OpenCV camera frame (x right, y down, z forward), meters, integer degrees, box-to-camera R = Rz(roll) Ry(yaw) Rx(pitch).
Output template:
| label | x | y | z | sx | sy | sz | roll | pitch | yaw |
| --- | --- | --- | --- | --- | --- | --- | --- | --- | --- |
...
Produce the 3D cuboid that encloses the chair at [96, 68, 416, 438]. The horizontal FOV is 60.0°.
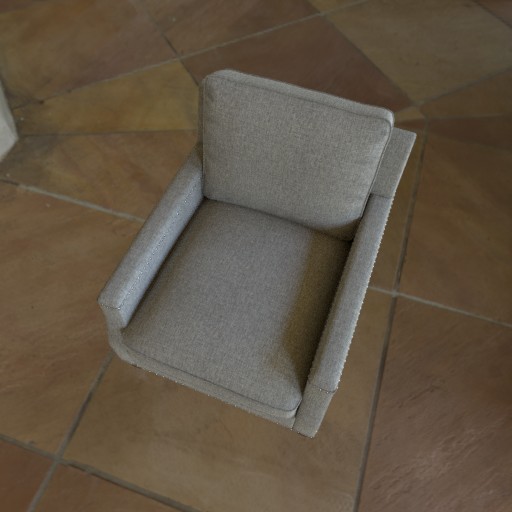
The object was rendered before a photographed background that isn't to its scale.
| label | x | y | z | sx | sy | sz | roll | pitch | yaw |
| --- | --- | --- | --- | --- | --- | --- | --- | --- | --- |
| chair | 0.000 | 0.000 | 1.698 | 0.853 | 0.943 | 1.014 | 19 | 60 | 11 |
